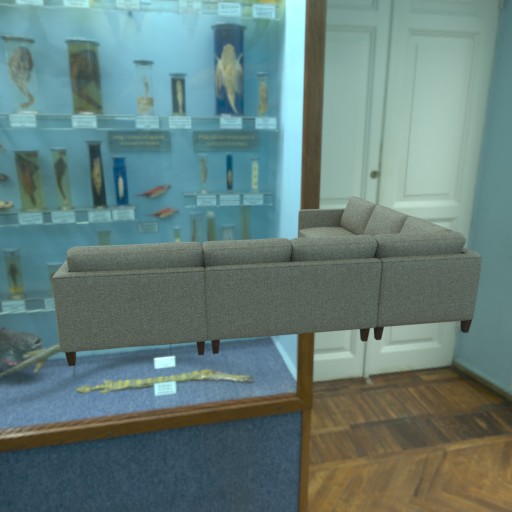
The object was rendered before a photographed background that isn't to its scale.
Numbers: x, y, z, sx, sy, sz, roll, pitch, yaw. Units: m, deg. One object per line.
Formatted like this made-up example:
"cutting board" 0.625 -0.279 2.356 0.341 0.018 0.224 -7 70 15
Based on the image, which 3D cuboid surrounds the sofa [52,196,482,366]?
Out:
"sofa" 0.000 0.000 4.627 3.403 0.889 2.551 -3 16 -10
